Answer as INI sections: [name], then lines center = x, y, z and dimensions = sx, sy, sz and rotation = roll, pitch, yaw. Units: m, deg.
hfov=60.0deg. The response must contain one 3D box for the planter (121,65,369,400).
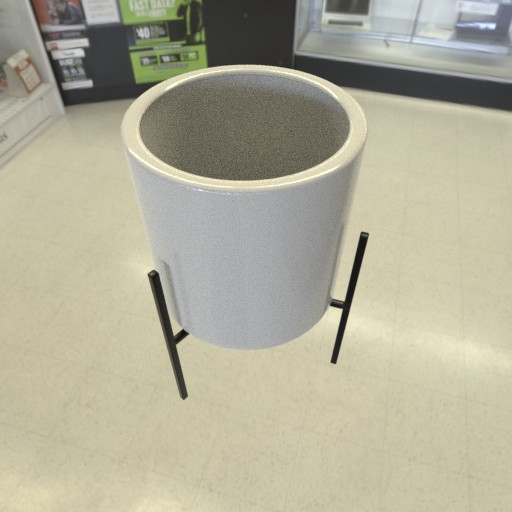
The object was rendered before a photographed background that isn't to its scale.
[planter]
center = 0.000, 0.000, 0.520
dimensions = 0.239, 0.356, 0.239
rotation = 14, 48, 13
